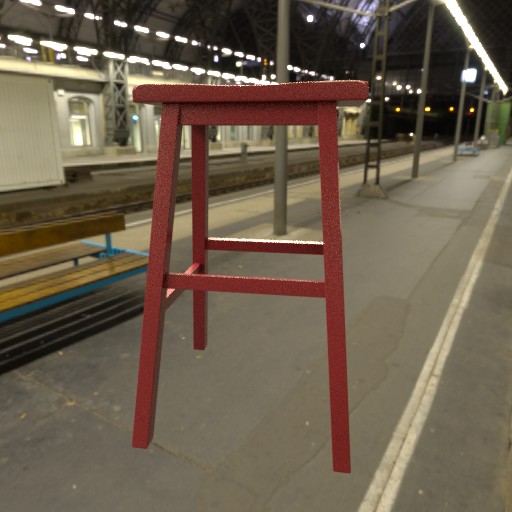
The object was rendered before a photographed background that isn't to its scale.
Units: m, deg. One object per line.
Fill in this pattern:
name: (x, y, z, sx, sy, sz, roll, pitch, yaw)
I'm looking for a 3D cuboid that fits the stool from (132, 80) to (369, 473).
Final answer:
stool: (0.000, 0.000, 1.032, 0.457, 0.737, 0.476, 3, 16, 9)
